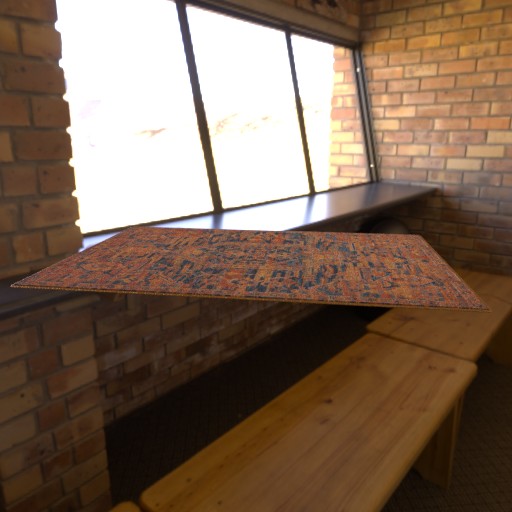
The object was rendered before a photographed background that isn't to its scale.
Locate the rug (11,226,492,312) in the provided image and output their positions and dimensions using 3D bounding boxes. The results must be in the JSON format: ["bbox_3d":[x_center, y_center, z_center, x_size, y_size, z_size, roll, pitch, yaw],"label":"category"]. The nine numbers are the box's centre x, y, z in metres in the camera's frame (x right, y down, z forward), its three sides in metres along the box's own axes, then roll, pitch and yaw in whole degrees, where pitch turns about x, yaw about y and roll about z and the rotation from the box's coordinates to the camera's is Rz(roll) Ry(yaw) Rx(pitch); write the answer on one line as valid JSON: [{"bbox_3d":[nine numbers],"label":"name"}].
[{"bbox_3d":[0.000,0.000,2.141,1.758,0.013,1.148,2,16,8],"label":"rug"}]
